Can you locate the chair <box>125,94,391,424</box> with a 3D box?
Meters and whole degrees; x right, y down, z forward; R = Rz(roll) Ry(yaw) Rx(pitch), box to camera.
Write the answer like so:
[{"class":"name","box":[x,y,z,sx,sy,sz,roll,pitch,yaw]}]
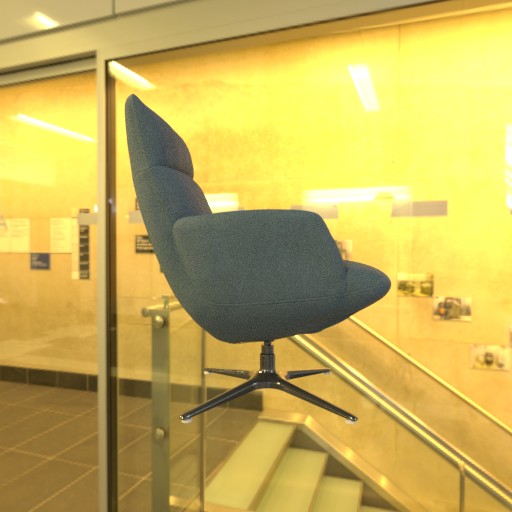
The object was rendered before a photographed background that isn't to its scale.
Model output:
[{"class":"chair","box":[0.000,0.000,1.625,0.889,1.016,0.711,0,1,1]}]
